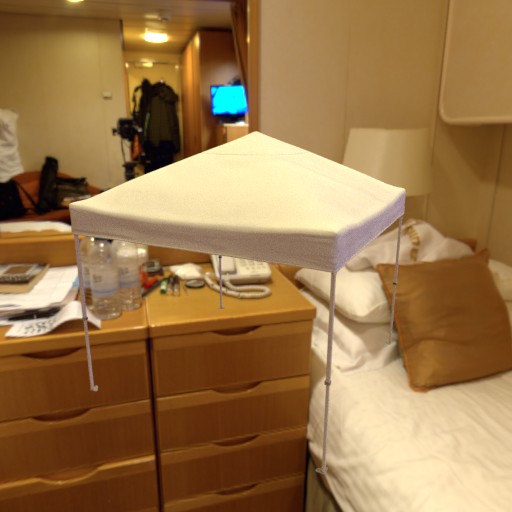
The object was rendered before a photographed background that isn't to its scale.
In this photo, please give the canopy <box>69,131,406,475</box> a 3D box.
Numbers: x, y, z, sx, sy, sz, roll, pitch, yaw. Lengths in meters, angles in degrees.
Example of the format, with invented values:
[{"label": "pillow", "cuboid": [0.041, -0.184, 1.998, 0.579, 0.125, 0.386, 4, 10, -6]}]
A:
[{"label": "canopy", "cuboid": [0.000, 0.000, 5.537, 2.998, 2.997, 2.996, 8, 18, 27]}]
